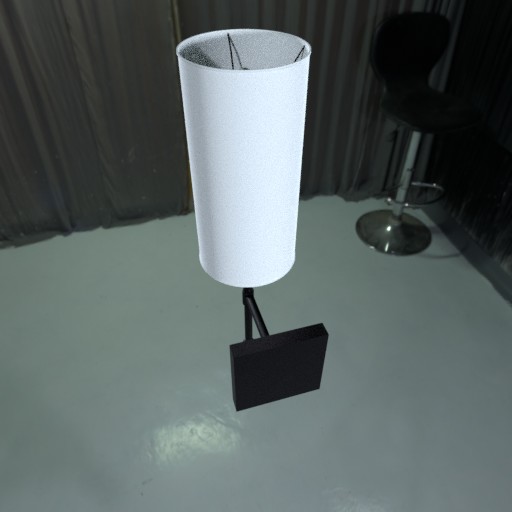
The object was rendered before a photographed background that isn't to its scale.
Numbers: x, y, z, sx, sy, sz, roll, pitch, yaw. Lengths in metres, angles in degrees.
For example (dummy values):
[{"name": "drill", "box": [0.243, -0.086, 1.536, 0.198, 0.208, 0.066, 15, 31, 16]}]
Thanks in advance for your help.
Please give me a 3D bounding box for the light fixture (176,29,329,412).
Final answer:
[{"name": "light fixture", "box": [0.000, 0.000, 0.546, 0.128, 0.462, 0.208, -11, 42, -13]}]
